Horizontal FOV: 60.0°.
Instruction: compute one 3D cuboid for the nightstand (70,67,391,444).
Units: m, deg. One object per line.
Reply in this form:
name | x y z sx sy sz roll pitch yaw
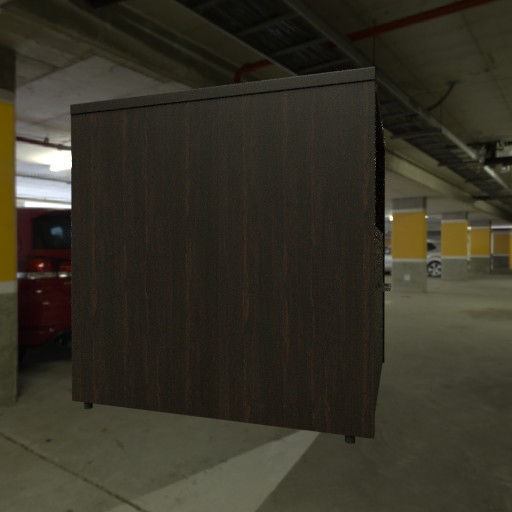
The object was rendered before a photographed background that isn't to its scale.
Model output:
nightstand | 0.000 0.000 0.791 0.461 0.460 0.400 0 1 18
